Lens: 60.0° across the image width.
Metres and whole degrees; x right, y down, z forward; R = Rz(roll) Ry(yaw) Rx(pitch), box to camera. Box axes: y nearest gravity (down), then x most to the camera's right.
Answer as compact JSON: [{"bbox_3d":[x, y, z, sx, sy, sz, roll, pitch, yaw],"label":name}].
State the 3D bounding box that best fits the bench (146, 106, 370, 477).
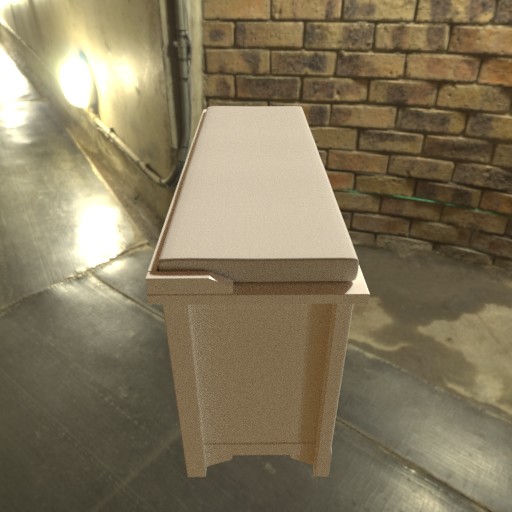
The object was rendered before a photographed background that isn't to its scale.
[{"bbox_3d":[0.000,0.000,1.237,0.346,0.589,0.987,0,33,0],"label":"bench"}]
